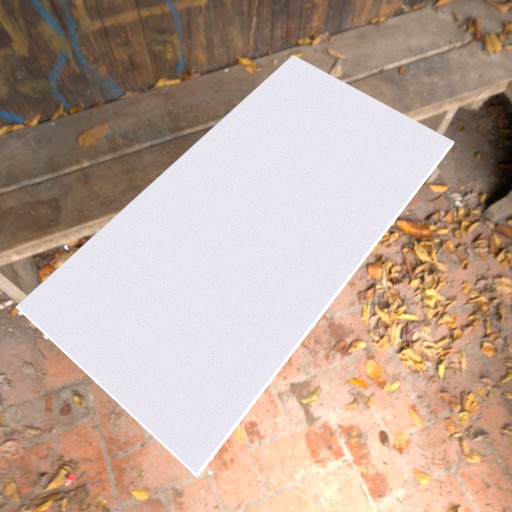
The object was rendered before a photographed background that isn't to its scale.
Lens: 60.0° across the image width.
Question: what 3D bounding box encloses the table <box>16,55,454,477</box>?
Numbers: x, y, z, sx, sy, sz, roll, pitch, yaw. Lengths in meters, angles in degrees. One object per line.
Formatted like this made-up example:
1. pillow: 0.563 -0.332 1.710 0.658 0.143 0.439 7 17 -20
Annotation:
1. table: 0.000 0.000 1.324 0.559 0.457 1.067 36 69 16
